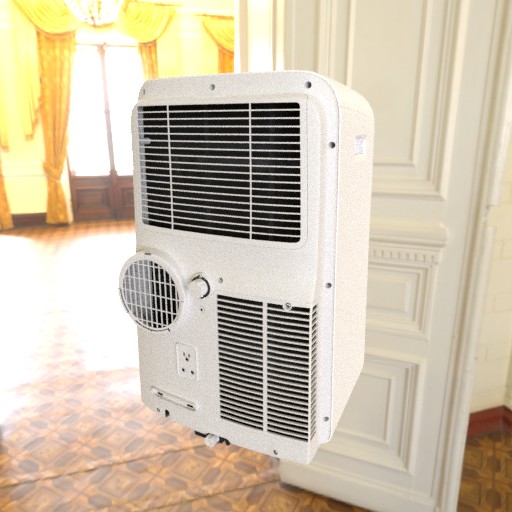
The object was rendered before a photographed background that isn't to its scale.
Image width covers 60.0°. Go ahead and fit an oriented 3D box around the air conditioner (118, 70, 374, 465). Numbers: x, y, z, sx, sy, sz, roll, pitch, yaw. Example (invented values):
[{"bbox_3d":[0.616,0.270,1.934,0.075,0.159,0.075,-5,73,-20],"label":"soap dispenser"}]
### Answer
[{"bbox_3d":[0.000,0.000,1.039,0.478,0.765,0.467,8,18,26],"label":"air conditioner"}]
